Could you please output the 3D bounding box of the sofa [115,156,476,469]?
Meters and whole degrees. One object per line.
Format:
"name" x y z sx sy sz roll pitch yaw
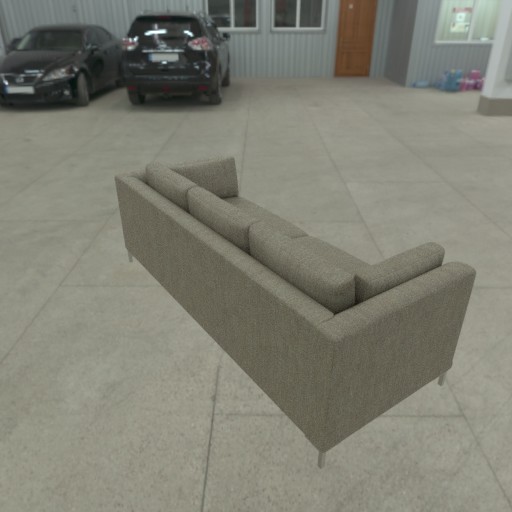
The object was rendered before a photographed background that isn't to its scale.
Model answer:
"sofa" 0.000 0.000 2.913 0.969 0.867 2.415 -18 33 -30
